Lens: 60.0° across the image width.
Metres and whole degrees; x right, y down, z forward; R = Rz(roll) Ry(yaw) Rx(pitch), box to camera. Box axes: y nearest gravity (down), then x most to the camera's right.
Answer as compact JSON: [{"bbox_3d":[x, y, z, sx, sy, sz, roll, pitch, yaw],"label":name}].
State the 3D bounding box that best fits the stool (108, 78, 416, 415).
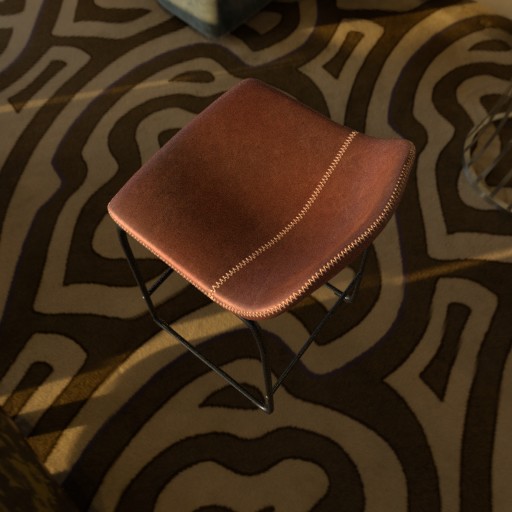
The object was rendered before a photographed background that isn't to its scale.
[{"bbox_3d":[0.000,0.000,1.059,0.473,0.830,0.454,35,69,16],"label":"stool"}]
